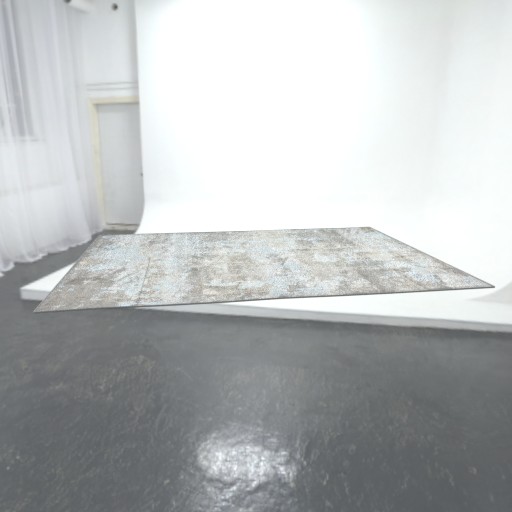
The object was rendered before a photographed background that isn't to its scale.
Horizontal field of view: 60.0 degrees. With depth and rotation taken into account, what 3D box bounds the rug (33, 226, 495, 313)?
[{"bbox_3d":[0.000,0.000,4.256,3.307,0.013,2.393,-2,15,-9],"label":"rug"}]
